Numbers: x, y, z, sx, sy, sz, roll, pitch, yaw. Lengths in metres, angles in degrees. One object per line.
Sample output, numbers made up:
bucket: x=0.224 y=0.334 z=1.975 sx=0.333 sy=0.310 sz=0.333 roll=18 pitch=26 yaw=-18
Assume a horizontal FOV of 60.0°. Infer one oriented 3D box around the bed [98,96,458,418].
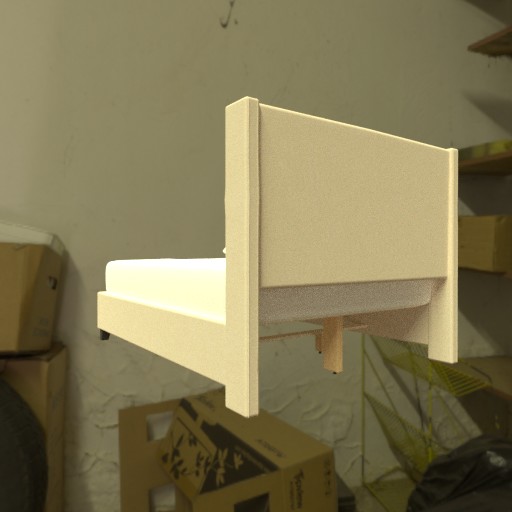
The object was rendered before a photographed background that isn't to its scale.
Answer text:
bed: x=0.000 y=0.000 z=3.450 sx=1.778 sy=1.471 sz=2.293 roll=0 pitch=0 yaw=-36
